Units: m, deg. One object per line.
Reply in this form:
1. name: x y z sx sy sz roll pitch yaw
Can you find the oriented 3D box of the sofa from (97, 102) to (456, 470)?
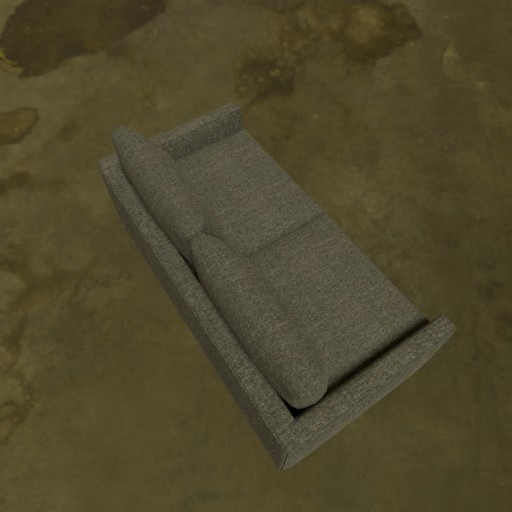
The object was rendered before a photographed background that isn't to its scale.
1. sofa: 0.000 0.000 2.194 0.866 0.862 1.716 -30 62 -18
